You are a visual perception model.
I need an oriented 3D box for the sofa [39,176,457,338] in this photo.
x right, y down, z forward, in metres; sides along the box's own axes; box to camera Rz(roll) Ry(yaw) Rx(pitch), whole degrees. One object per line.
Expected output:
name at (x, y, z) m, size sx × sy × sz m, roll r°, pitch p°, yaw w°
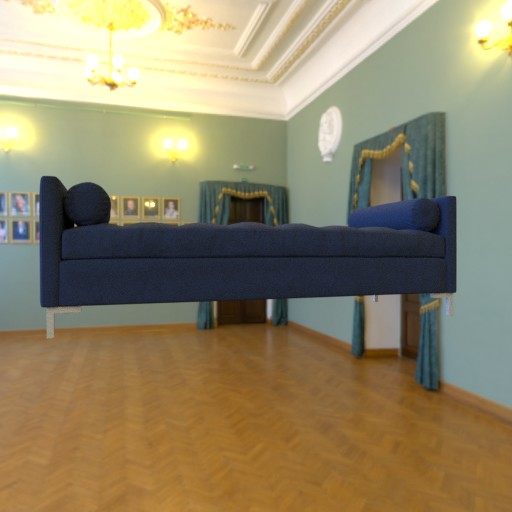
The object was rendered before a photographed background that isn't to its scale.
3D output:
sofa at (0.000, 0.000, 2.458) m, size 2.102 × 0.657 × 0.797 m, roll 0°, pitch 1°, yaw -18°
